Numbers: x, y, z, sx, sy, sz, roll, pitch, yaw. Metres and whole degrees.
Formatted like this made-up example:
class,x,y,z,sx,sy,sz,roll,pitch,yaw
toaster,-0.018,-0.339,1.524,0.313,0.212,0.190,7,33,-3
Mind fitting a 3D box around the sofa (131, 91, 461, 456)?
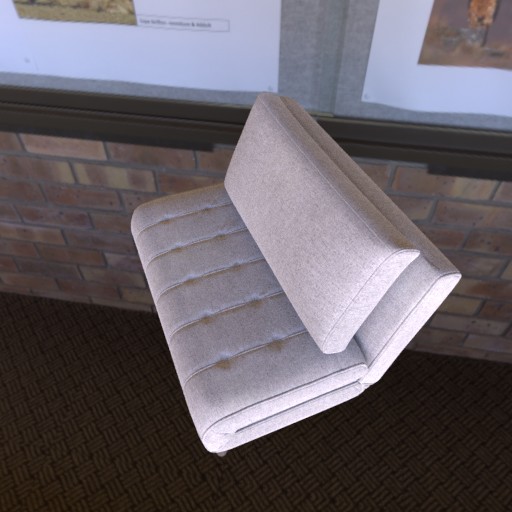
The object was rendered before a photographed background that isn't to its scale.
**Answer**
class,x,y,z,sx,sy,sz,roll,pitch,yaw
sofa,0.000,0.000,1.889,0.910,0.910,1.220,-17,49,-15
